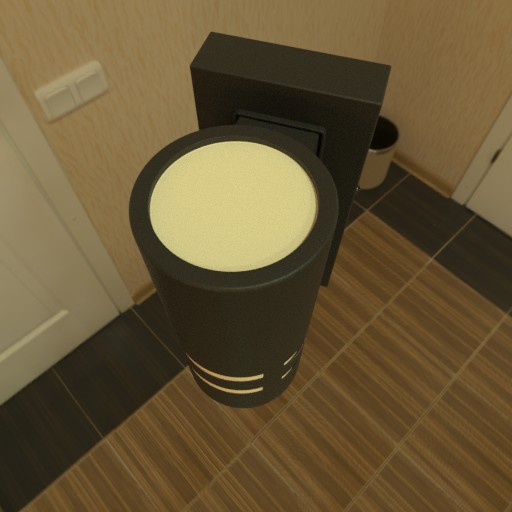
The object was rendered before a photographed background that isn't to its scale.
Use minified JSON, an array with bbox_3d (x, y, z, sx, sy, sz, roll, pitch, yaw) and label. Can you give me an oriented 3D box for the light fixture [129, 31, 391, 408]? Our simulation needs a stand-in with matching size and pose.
[{"bbox_3d":[0.000,0.000,0.261,0.098,0.179,0.138,15,60,9],"label":"light fixture"}]
